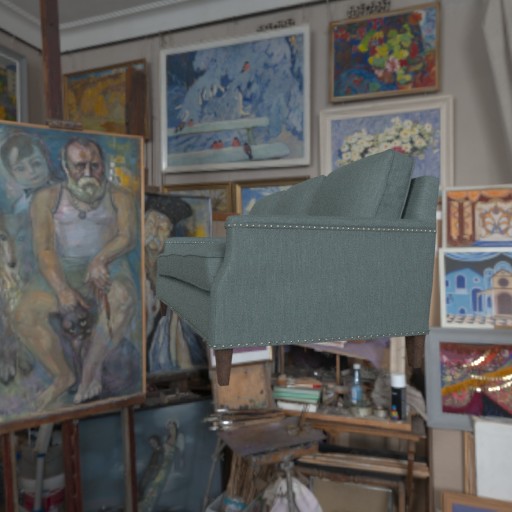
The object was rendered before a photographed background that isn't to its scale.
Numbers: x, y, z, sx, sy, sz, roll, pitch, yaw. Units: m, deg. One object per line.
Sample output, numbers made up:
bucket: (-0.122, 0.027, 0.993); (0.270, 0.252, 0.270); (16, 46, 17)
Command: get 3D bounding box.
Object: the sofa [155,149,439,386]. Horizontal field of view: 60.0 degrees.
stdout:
sofa: (0.000, 0.000, 2.873); (1.084, 1.003, 2.246); (0, 0, -18)
